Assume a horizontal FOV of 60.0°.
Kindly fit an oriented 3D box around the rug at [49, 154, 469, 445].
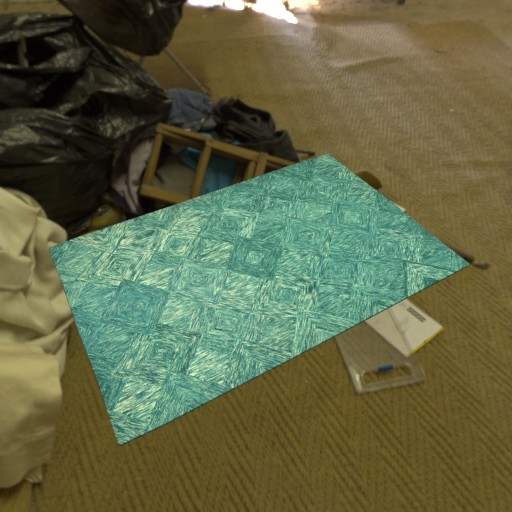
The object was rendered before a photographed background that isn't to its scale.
[{"bbox_3d":[0.000,0.000,2.159,1.728,0.017,1.136,-22,49,-21],"label":"rug"}]
